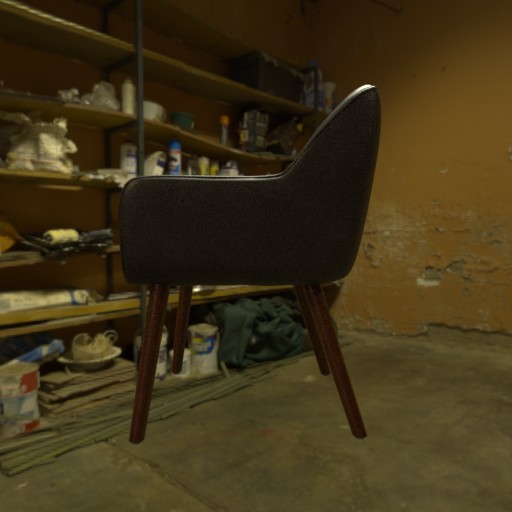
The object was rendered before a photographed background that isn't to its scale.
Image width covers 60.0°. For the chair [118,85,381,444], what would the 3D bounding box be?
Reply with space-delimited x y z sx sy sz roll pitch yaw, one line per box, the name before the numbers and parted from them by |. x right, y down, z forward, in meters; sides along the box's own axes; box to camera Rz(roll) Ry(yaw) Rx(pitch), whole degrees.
chair | 0.000 0.000 1.254 0.610 0.828 0.610 0 2 0
